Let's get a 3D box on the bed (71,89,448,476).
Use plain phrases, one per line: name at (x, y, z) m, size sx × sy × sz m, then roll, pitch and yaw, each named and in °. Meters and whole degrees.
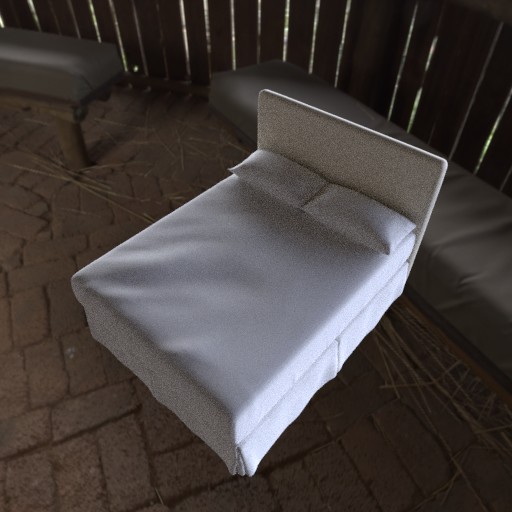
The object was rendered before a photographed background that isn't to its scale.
bed at (0.000, 0.000, 3.245) m, size 1.714 × 1.330 × 2.147 m, roll 32°, pitch 54°, yaw 28°
